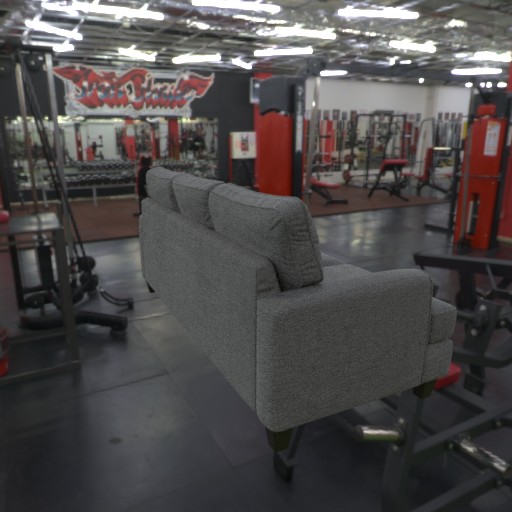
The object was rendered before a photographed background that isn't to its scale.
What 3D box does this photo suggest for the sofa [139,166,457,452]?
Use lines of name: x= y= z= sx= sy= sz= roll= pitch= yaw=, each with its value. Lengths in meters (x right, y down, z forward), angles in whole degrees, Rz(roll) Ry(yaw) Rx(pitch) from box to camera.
sofa: x=0.000 y=0.000 z=2.643 sx=0.951 sy=0.965 sz=2.158 roll=-7 pitch=17 yaw=-25
